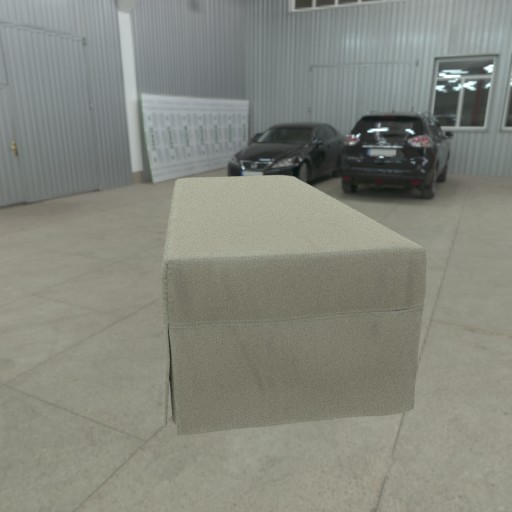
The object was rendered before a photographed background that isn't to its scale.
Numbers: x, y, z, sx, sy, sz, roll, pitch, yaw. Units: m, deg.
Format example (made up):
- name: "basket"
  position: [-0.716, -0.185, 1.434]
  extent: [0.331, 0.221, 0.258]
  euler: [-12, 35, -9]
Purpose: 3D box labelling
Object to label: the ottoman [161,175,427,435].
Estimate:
- name: "ottoman"
  position: [0.000, 0.000, 1.684]
  extent: [0.665, 0.457, 1.388]
  euler: [-3, 18, -8]
